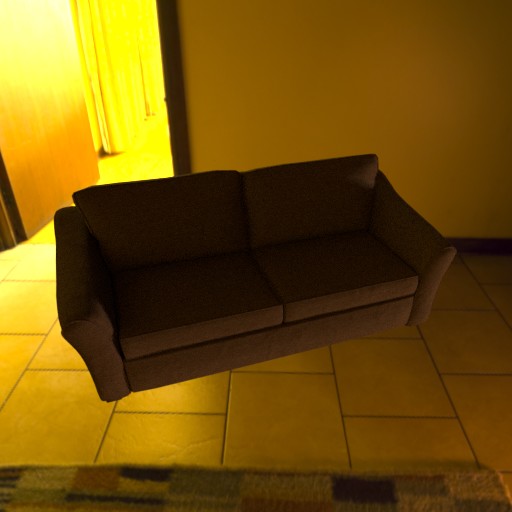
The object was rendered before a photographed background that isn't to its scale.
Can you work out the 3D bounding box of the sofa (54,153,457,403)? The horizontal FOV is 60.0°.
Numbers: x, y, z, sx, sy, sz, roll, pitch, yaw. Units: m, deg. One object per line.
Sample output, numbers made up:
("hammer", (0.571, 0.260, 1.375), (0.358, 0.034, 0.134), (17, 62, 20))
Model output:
("sofa", (0.000, 0.000, 2.749), (2.270, 0.950, 0.971), (-10, 33, -16))
